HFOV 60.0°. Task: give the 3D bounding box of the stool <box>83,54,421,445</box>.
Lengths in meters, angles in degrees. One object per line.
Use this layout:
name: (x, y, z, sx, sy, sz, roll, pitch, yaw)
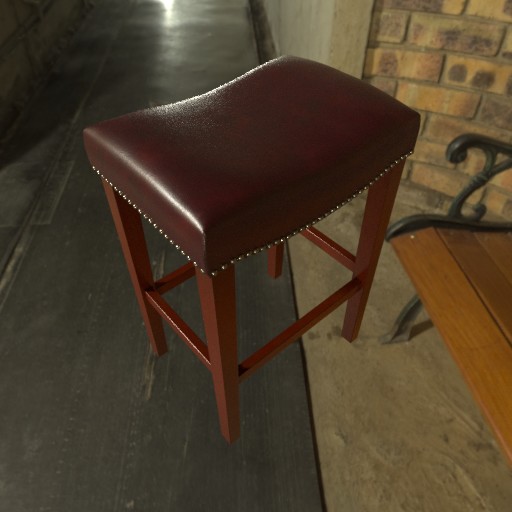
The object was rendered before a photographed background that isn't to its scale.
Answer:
stool: (0.000, 0.000, 1.032, 0.504, 0.742, 0.372, -32, 54, -27)
